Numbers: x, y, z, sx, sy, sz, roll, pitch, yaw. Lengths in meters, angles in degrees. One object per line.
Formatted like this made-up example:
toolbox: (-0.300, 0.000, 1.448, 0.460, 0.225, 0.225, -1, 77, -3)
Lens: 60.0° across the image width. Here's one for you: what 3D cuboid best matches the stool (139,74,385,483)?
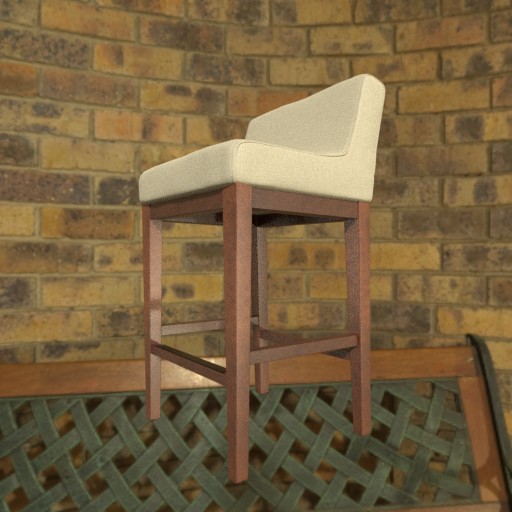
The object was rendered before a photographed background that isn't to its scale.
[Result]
stool: (0.000, 0.000, 1.222, 0.500, 0.937, 0.511, 0, 0, -37)
